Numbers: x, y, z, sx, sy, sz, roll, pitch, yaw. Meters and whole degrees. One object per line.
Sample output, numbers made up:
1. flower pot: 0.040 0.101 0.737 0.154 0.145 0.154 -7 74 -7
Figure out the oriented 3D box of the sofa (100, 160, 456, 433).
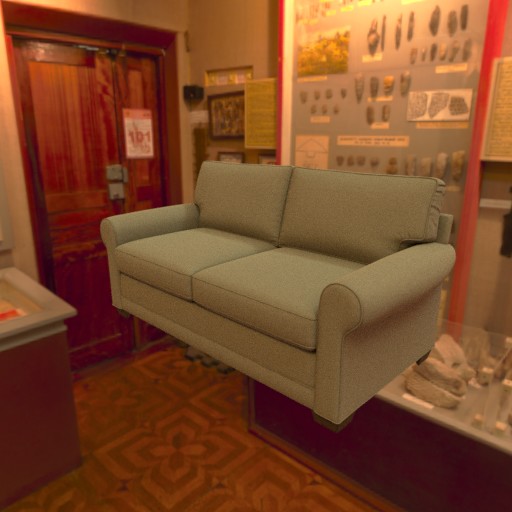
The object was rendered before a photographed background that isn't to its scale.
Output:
1. sofa: 0.000 0.000 2.468 1.930 0.952 0.940 15 22 42
